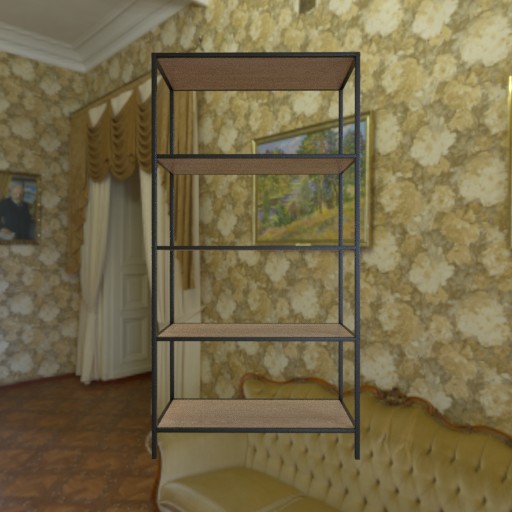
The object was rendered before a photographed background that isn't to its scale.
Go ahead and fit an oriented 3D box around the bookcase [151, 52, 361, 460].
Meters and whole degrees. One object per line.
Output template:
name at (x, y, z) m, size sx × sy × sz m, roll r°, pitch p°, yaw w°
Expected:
bookcase at (0.000, 0.000, 1.807) m, size 0.770 × 1.500 × 0.350 m, roll 0°, pitch 0°, yaw 0°
